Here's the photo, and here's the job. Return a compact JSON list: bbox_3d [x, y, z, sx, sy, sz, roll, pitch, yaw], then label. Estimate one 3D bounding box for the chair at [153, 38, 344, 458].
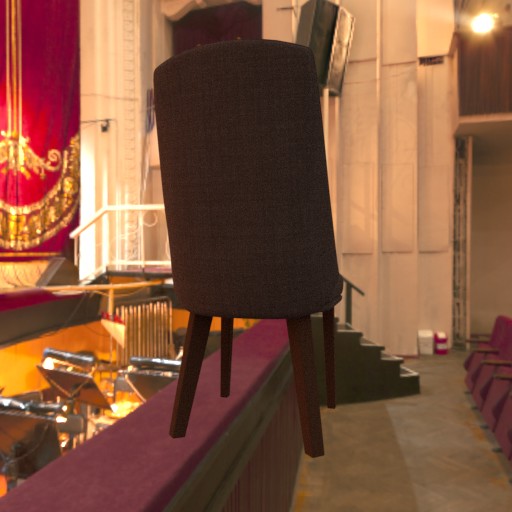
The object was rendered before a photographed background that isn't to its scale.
[{"bbox_3d":[0.000,0.000,1.350,0.510,1.050,0.577,0,0,17],"label":"chair"}]
